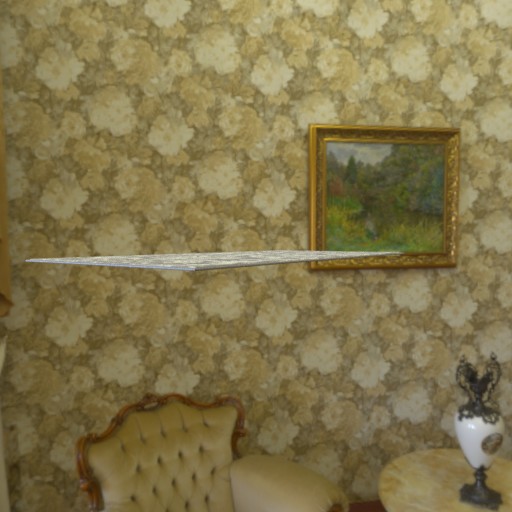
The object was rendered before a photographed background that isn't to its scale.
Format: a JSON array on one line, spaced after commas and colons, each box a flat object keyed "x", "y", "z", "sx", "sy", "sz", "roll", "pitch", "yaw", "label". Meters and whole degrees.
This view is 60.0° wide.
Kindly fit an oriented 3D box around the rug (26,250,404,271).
[{"x": 0.000, "y": 0.000, "z": 1.468, "sx": 0.604, "sy": 0.007, "sz": 1.219, "roll": 1, "pitch": 3, "yaw": 36, "label": "rug"}]
